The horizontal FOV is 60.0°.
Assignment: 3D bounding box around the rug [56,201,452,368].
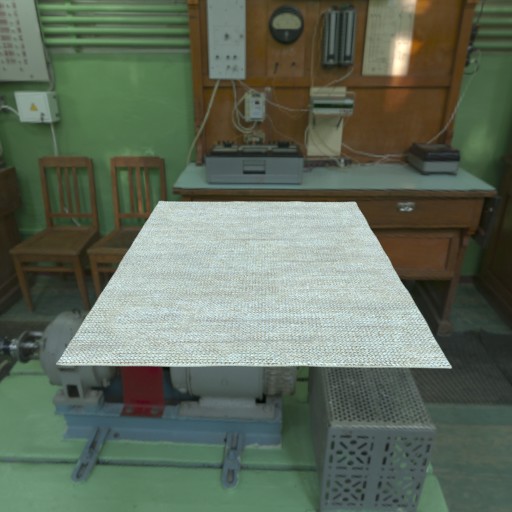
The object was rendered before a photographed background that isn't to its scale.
[{"bbox_3d":[0.000,0.000,4.069,2.429,0.030,3.052,0,26,1],"label":"rug"}]
